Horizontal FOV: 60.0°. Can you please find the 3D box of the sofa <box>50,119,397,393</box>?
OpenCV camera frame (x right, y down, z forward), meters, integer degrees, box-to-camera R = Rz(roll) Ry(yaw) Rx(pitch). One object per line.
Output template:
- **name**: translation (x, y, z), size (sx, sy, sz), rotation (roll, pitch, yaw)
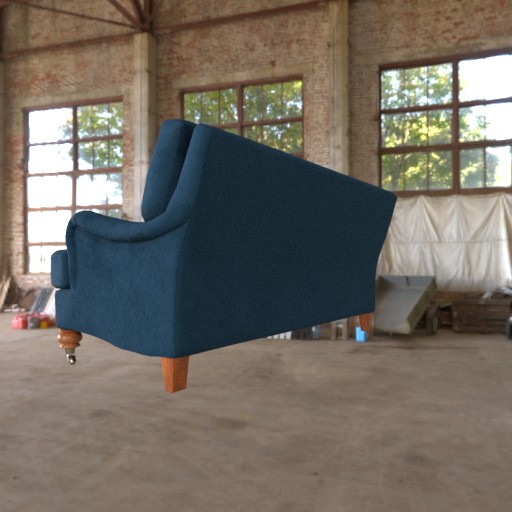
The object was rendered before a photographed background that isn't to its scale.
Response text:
- **sofa**: translation (0.000, 0.000, 2.737), size (1.084, 1.101, 2.141), rotation (-1, -1, 36)
